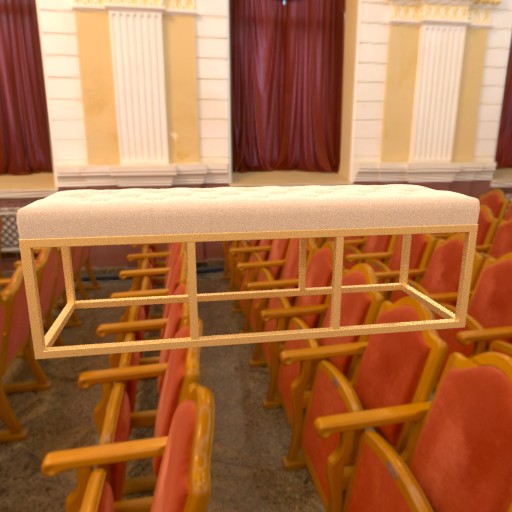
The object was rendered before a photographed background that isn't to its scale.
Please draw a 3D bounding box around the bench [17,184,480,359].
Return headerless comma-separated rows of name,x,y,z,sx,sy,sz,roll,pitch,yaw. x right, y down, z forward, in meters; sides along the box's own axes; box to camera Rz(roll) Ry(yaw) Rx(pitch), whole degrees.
bench,0.000,0.000,1.651,1.473,0.484,0.457,-2,15,-9
